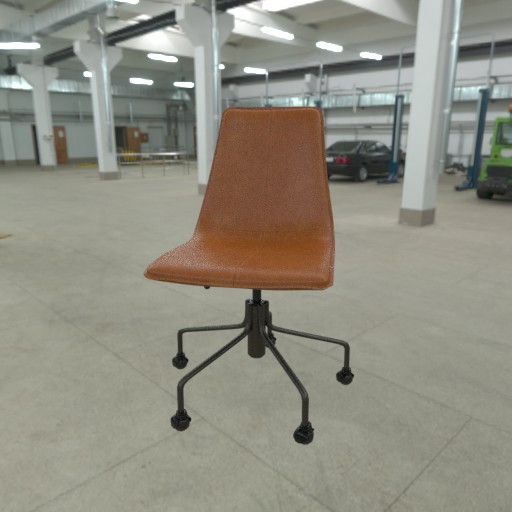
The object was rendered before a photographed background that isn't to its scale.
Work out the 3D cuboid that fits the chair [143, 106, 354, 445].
[{"bbox_3d":[0.000,0.000,1.382,0.651,0.920,0.660,3,15,10],"label":"chair"}]
